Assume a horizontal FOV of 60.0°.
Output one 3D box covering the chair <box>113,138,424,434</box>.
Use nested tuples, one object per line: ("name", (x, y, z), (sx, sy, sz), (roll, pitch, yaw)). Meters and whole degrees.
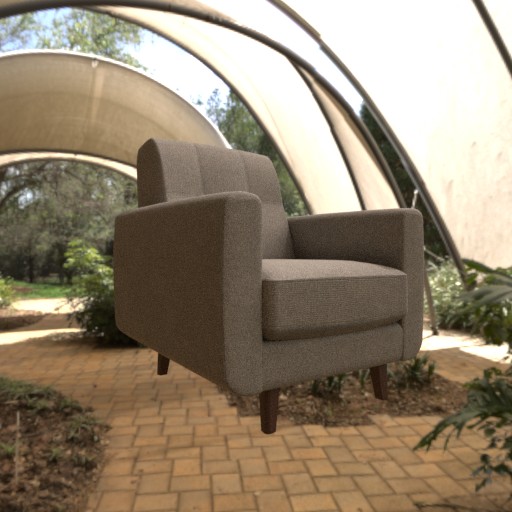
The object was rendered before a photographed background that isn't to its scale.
("chair", (0.000, 0.000, 1.689), (0.845, 0.968, 0.942), (0, 0, -36))
